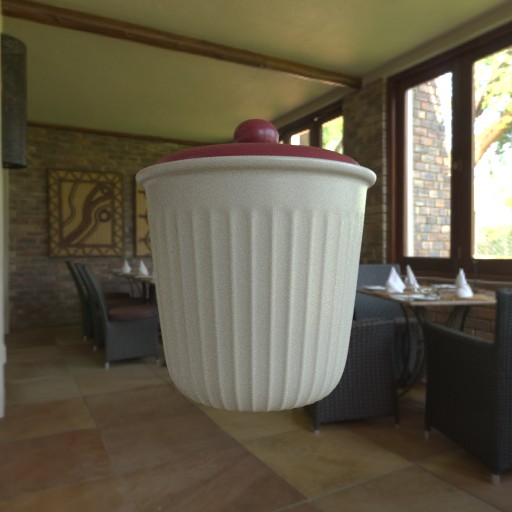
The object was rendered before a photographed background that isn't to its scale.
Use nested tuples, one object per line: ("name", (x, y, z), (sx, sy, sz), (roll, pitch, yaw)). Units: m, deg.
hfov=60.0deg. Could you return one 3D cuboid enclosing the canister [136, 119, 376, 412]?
("canister", (0.000, 0.000, 0.346), (0.181, 0.211, 0.181), (0, 1, 0))
